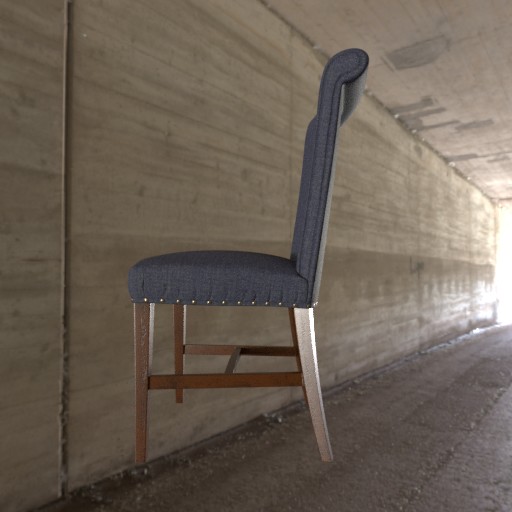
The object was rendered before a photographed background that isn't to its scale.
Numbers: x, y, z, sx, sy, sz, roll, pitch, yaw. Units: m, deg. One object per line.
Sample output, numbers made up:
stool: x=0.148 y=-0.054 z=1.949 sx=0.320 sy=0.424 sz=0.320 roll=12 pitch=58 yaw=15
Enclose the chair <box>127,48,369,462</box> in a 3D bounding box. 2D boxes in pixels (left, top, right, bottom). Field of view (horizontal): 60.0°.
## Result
chair: x=0.000 y=0.000 z=1.297 sx=0.608 sy=0.988 sz=0.513 roll=0 pitch=-2 yaw=2
